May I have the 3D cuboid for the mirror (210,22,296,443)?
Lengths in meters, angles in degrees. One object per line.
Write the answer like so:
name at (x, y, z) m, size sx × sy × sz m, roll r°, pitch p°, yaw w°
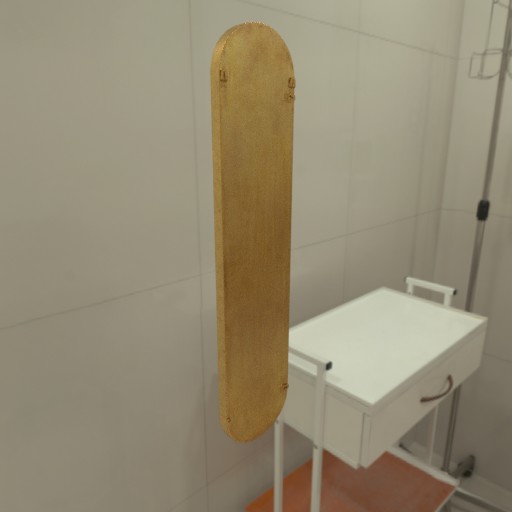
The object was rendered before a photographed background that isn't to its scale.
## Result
mirror at (0.000, 0.000, 1.043) m, size 0.222 × 0.991 × 0.032 m, roll -15°, pitch 22°, yaw -43°
